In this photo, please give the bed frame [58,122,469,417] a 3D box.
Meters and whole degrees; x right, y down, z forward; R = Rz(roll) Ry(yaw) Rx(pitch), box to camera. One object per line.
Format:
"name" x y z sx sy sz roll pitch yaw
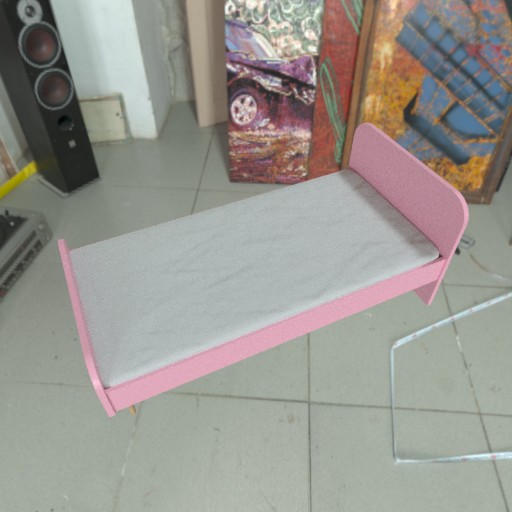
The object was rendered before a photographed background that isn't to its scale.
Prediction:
"bed frame" 0.000 0.000 2.525 1.963 0.805 0.998 -19 49 -17
